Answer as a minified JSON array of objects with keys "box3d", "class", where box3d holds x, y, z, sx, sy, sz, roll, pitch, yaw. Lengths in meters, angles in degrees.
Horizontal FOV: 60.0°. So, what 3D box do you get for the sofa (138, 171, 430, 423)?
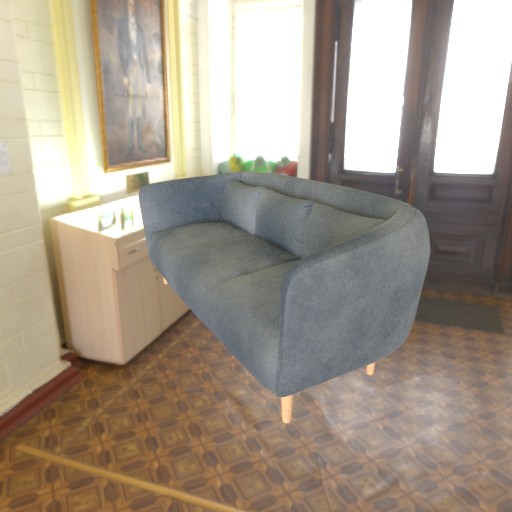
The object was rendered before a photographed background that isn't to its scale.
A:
[{"box3d":[0.000,0.000,2.457,0.849,0.795,2.095,-8,18,-25],"class":"sofa"}]
